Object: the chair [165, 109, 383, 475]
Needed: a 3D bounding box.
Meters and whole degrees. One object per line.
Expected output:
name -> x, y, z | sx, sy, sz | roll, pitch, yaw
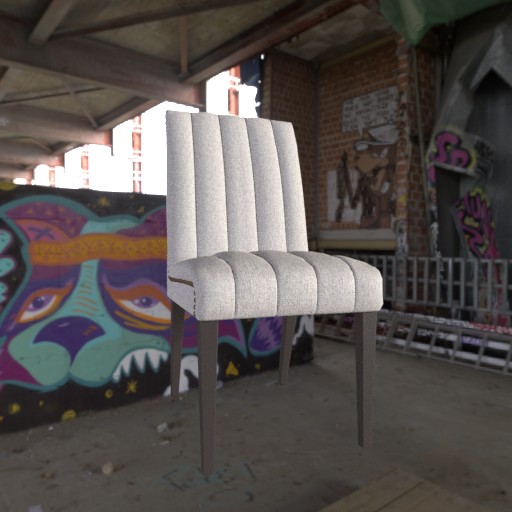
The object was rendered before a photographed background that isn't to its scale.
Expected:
chair -> 0.000, 0.000, 1.365 | 0.511, 1.016, 0.647 | 0, 1, -19
